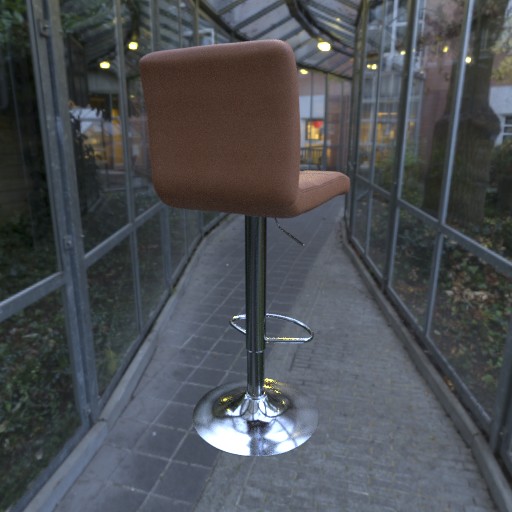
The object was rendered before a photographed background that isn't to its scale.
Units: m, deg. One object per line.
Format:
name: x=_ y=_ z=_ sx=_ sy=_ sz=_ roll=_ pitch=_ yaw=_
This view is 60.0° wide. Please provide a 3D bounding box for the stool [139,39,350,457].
stool: x=0.000 y=0.000 z=1.357 sx=0.430 sy=1.115 sz=0.505 roll=8 pitch=18 yaw=27
